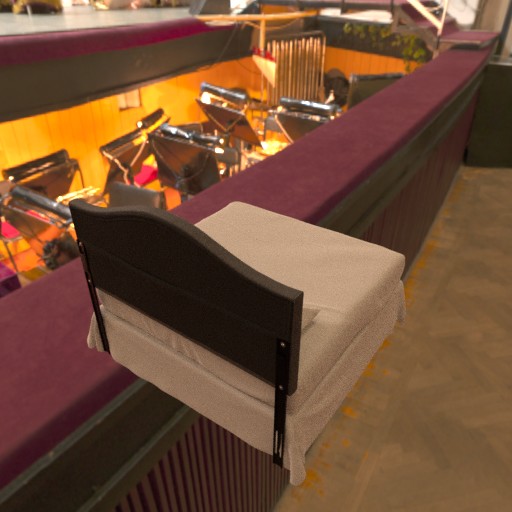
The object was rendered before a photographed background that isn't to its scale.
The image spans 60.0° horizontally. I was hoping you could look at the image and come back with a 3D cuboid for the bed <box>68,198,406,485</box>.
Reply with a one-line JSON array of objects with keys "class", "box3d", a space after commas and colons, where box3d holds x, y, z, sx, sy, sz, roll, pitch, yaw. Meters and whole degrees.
[{"class": "bed", "box3d": [0.000, 0.000, 3.807, 2.314, 1.651, 2.219, 21, 38, 30]}]
